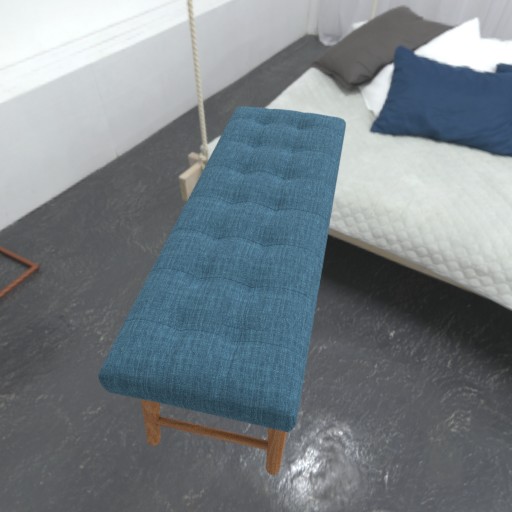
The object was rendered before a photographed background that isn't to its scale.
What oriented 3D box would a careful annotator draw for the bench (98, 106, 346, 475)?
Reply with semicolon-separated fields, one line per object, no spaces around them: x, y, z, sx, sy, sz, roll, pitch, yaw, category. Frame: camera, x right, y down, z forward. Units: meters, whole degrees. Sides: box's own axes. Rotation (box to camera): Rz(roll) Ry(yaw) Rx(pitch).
0.000;0.000;1.350;0.406;0.432;1.118;9;47;9;bench
